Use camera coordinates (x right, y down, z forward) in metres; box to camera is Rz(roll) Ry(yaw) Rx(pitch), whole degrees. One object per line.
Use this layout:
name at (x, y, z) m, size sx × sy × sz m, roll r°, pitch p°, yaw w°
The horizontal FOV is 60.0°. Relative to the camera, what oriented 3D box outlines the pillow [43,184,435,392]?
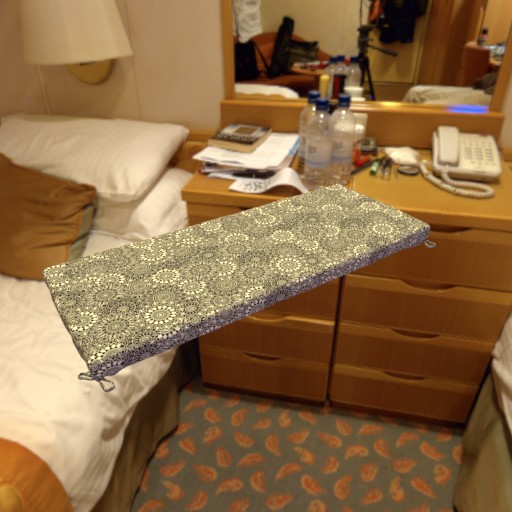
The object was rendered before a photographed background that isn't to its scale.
pillow at (0.000, 0.000, 1.372) m, size 1.187 × 0.081 × 0.492 m, roll -19°, pitch 36°, yaw -29°
